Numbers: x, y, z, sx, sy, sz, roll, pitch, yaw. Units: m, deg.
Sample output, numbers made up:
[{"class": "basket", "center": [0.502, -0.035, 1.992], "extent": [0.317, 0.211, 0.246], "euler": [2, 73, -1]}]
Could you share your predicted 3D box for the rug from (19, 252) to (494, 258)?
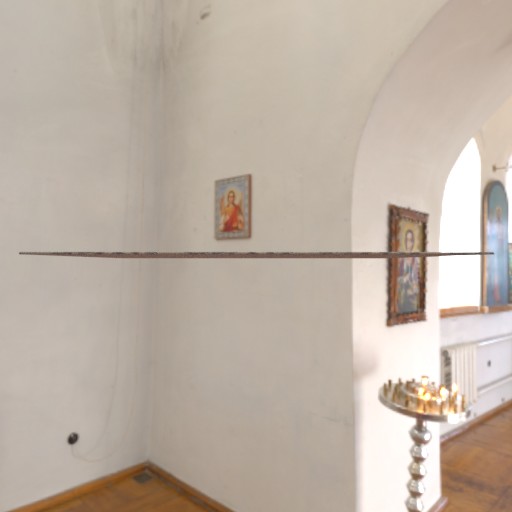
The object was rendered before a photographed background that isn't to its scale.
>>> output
[{"class": "rug", "center": [0.000, 0.000, 2.930], "extent": [2.261, 0.013, 1.676], "euler": [0, -1, -1]}]
